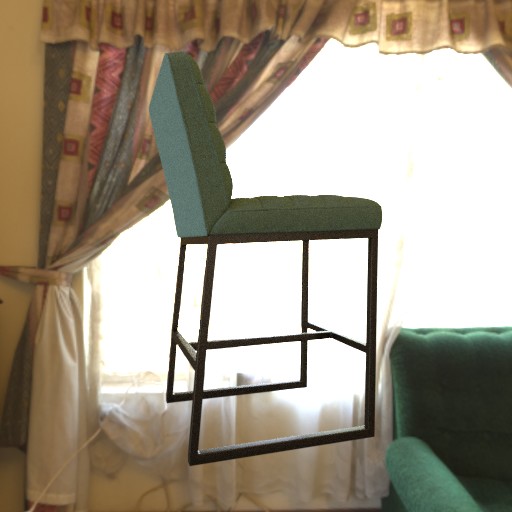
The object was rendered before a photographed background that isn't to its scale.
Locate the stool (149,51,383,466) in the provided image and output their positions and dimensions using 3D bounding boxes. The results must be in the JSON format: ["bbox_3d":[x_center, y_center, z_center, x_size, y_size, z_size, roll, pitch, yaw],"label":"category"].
[{"bbox_3d":[0.000,0.000,1.273,0.560,0.940,0.460,-1,2,-18],"label":"stool"}]
